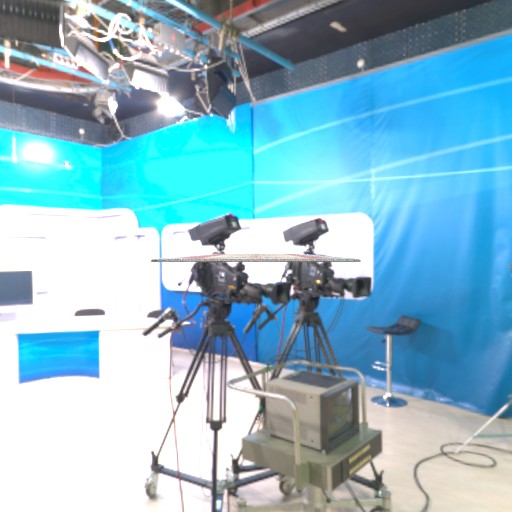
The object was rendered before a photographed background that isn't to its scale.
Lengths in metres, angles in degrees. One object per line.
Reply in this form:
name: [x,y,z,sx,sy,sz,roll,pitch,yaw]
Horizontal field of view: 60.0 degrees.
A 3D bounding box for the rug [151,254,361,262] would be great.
rug: [0.000,0.000,2.079,0.562,0.009,1.824,0,1,0]
